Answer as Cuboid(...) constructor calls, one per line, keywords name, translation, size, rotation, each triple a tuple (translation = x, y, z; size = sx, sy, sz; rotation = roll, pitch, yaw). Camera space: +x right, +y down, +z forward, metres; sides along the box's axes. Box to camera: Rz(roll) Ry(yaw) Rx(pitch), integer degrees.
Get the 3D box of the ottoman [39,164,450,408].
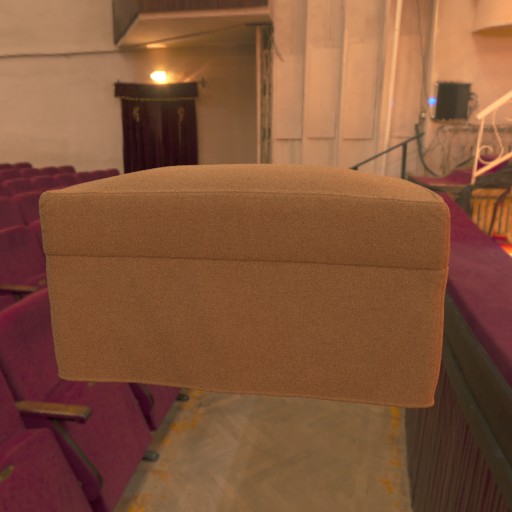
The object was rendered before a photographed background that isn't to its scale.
Cuboid(name="ottoman", translation=(0.000, 0.000, 1.197), size=(0.833, 0.485, 0.650), rotation=(2, 14, 8))
